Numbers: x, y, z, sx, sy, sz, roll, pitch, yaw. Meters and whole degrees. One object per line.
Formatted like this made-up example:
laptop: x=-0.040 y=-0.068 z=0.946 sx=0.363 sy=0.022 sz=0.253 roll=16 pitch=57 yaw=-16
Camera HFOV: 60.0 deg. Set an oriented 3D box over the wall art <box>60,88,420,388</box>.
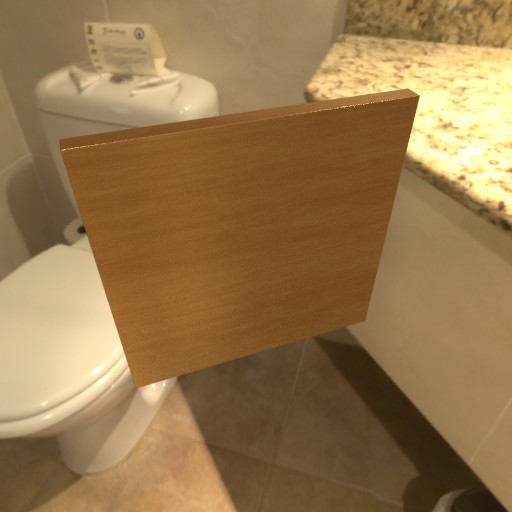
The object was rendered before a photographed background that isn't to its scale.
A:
wall art: x=0.000 y=0.000 z=0.459 sx=0.302 sy=0.302 sz=0.019 roll=-13 pitch=43 yaw=-15
